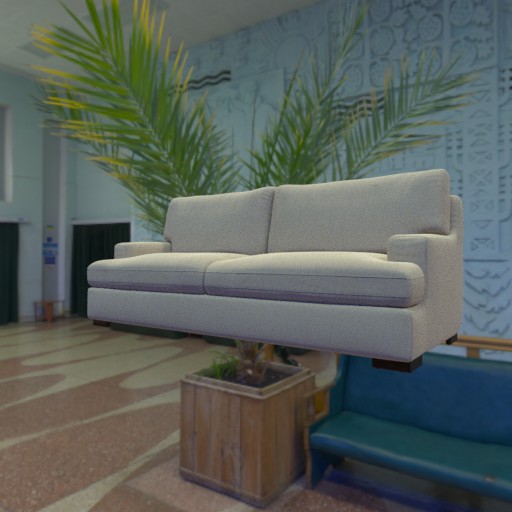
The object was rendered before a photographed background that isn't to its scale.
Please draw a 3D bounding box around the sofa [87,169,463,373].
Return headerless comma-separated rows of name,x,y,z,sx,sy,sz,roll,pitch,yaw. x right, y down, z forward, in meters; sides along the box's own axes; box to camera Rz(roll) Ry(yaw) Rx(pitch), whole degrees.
sofa,0.000,0.000,2.662,2.147,0.925,0.929,0,0,36
